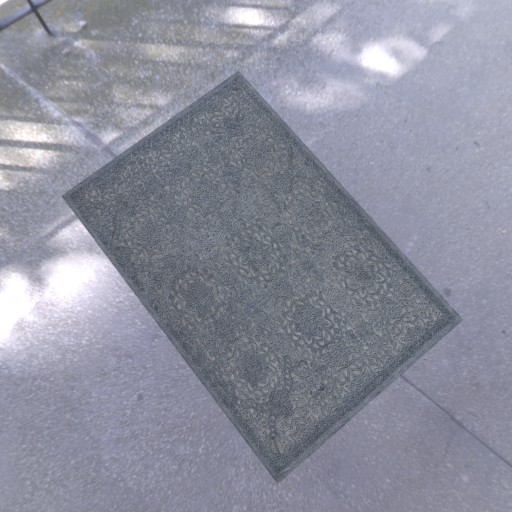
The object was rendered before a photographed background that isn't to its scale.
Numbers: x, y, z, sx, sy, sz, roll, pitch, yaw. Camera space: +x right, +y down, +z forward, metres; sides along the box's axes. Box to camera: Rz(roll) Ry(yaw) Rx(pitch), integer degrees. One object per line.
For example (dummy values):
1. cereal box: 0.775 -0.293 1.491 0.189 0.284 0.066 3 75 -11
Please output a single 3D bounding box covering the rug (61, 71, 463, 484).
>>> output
1. rug: 0.000 0.000 2.301 1.208 0.012 1.819 -38 80 -8
